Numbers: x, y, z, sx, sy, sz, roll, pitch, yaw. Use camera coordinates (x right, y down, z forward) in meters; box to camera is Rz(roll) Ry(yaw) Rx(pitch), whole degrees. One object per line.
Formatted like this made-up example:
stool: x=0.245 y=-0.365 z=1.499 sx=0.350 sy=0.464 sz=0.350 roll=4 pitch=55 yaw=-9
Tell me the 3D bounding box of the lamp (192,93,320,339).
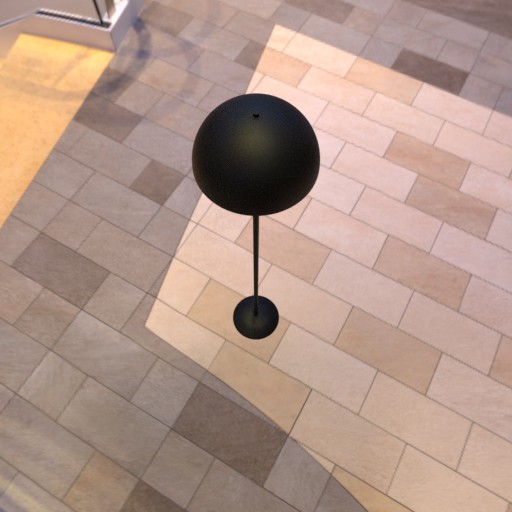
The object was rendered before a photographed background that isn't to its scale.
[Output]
lamp: x=0.000 y=0.000 z=1.652 sx=0.328 sy=1.480 sz=0.328 roll=-15 pitch=65 yaw=-7
